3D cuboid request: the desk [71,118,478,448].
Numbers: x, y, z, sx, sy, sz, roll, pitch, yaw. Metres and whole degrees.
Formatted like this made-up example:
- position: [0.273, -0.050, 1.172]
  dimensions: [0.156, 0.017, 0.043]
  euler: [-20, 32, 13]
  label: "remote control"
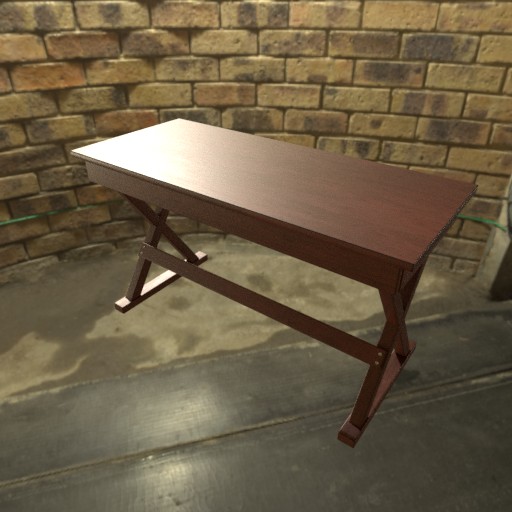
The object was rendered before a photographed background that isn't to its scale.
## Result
- position: [0.000, 0.000, 1.795]
  dimensions: [1.372, 0.761, 0.600]
  euler: [21, 38, 30]
  label: "desk"
